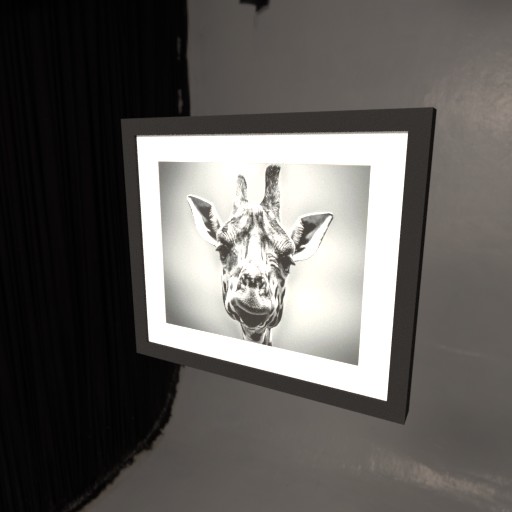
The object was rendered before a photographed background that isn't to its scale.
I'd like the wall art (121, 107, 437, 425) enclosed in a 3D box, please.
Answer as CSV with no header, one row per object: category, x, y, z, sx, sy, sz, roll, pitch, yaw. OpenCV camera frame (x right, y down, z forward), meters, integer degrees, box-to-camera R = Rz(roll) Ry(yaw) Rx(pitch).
wall art,0.000,0.000,0.543,0.381,0.330,0.031,7,15,27
